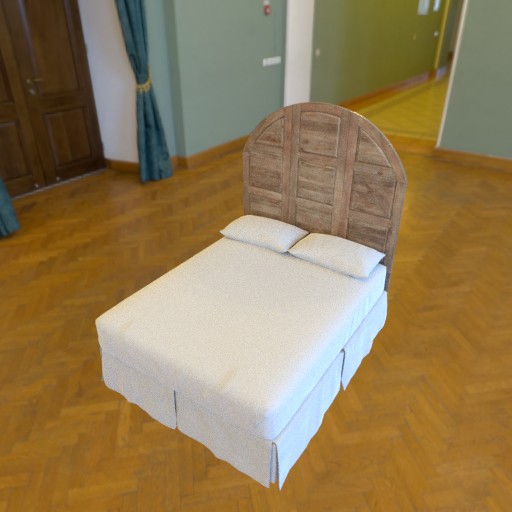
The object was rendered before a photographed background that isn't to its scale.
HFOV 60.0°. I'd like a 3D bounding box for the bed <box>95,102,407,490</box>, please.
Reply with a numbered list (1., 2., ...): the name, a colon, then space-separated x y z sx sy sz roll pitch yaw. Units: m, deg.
1. bed: 0.000 0.000 3.484 1.713 2.002 2.112 18 34 29
